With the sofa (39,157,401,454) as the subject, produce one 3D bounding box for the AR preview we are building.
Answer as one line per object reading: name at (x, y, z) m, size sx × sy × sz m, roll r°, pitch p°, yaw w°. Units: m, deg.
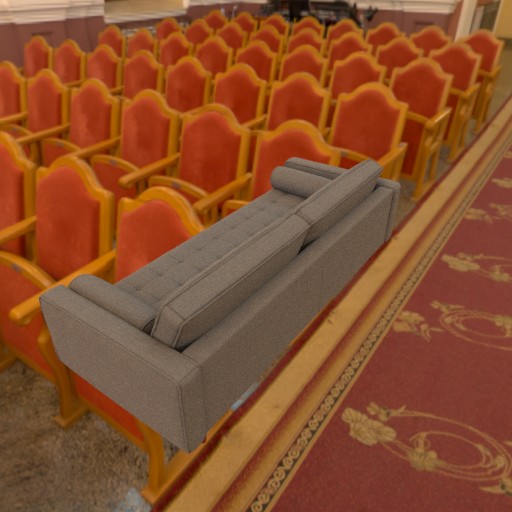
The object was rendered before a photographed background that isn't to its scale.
sofa at (0.000, 0.000, 2.635) m, size 0.914 × 0.762 × 2.198 m, roll 21°, pitch 39°, yaw 29°
